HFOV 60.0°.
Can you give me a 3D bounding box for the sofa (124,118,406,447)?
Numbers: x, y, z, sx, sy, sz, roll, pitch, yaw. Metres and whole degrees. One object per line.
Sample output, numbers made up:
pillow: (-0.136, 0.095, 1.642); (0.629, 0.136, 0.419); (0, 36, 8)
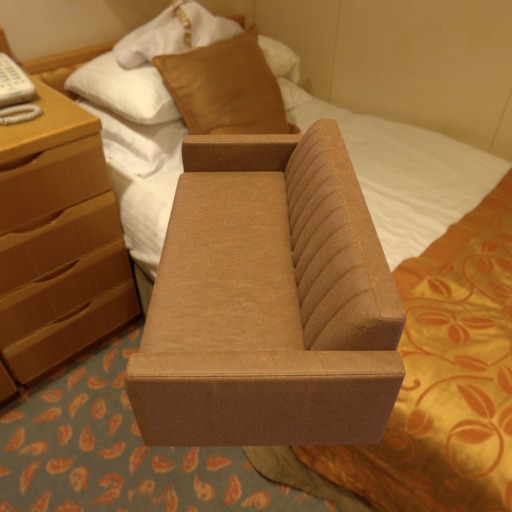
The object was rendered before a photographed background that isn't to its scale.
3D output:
sofa: (0.000, 0.000, 2.319); (0.993, 0.821, 1.847); (0, 41, -1)
